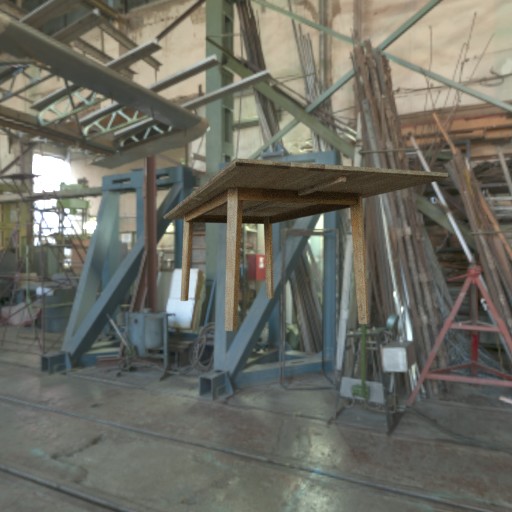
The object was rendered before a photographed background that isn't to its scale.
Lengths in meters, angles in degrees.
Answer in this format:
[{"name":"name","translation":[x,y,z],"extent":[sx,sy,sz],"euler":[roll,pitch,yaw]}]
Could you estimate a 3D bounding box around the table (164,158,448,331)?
[{"name":"table","translation":[0.000,0.000,3.100],"extent":[1.000,0.752,2.603],"euler":[0,0,-18]}]
